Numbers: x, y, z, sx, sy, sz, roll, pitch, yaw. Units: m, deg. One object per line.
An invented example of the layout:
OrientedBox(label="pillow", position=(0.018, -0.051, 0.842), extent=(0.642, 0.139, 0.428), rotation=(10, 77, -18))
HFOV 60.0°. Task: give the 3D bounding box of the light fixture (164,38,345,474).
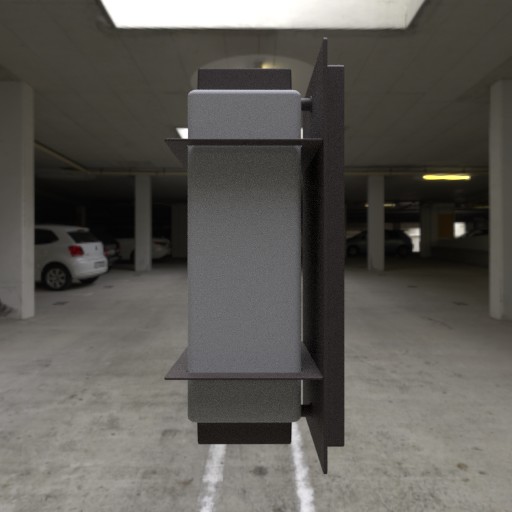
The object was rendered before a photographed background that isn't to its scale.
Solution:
OrientedBox(label="light fixture", position=(0.000, 0.000, 0.426), extent=(0.146, 0.347, 0.153), rotation=(0, 0, 0))
